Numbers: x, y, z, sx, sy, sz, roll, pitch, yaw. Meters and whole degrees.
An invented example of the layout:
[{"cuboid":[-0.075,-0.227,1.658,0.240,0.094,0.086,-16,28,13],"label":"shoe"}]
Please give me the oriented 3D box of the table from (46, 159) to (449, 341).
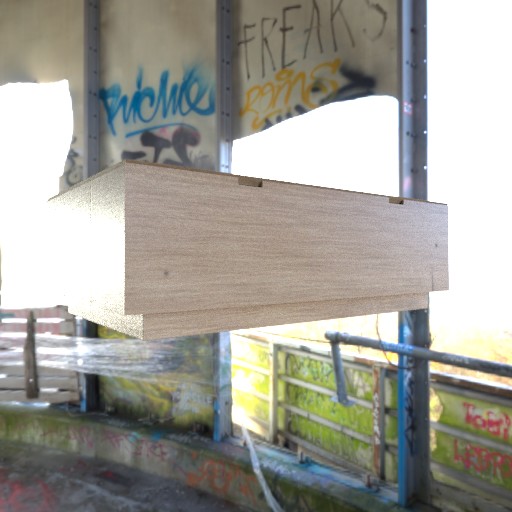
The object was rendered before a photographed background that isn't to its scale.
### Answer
[{"cuboid":[0.000,0.000,1.426,1.110,0.353,0.678,0,-1,-37],"label":"table"}]
